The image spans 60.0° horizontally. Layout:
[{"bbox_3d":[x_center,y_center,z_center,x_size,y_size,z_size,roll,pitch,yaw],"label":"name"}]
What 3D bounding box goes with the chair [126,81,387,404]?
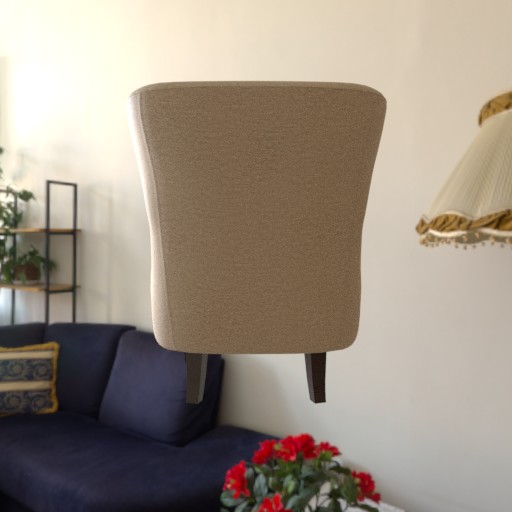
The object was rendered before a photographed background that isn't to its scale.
[{"bbox_3d":[0.000,0.000,1.738,0.861,1.064,0.984,0,2,0],"label":"chair"}]
